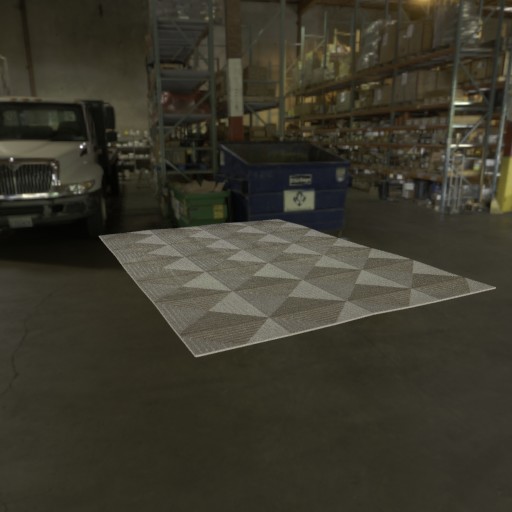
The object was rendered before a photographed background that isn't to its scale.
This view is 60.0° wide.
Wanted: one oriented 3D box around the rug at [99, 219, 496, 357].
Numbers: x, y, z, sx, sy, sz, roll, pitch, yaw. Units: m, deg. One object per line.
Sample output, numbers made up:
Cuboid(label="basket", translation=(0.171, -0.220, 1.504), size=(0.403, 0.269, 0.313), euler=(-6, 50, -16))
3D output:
Cuboid(label="rug", translation=(0.000, 0.000, 4.292), size=(2.428, 0.027, 3.333), euler=(-7, 17, -26))
